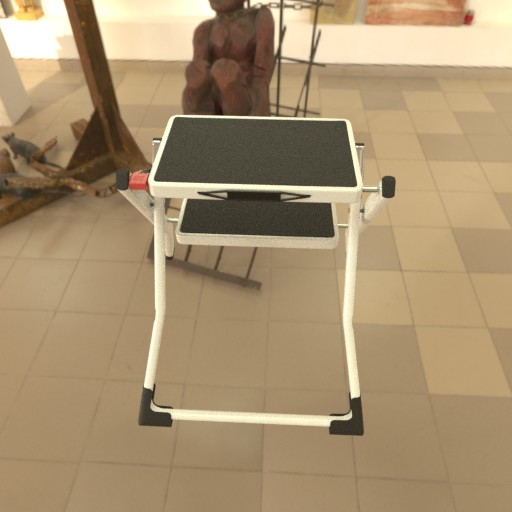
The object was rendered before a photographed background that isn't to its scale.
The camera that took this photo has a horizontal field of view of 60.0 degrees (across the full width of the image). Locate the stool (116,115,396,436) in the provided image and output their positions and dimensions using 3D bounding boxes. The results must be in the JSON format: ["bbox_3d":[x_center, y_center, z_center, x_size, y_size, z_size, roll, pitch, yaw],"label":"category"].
[{"bbox_3d":[0.000,0.000,0.842,0.485,0.445,0.490,2,46,2],"label":"stool"}]
